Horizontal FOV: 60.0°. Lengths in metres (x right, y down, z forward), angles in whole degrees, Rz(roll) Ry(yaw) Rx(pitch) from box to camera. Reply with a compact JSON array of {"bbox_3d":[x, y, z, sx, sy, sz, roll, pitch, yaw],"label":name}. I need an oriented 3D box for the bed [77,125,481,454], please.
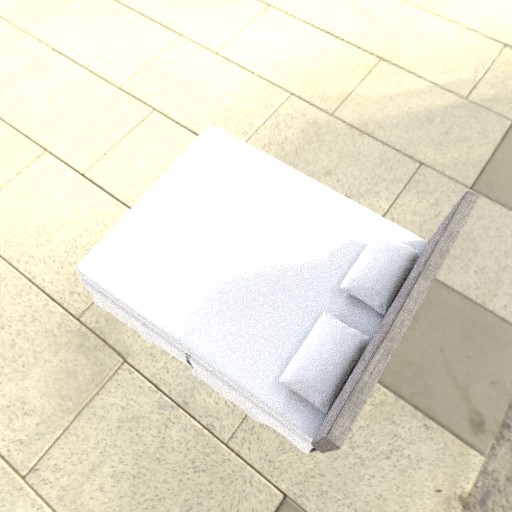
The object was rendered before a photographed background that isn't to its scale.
[{"bbox_3d":[0.000,0.000,2.951,1.958,1.168,1.621,32,68,14],"label":"bed"}]
